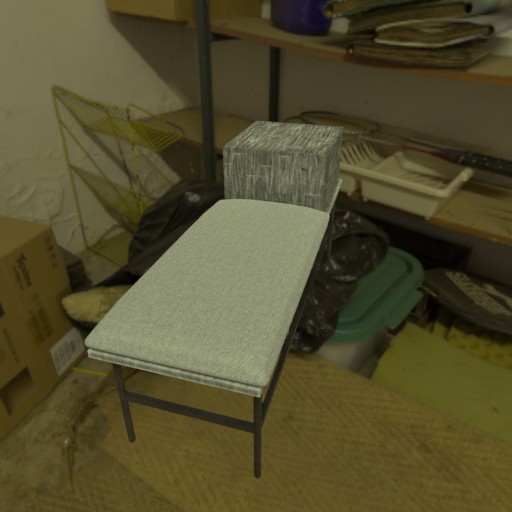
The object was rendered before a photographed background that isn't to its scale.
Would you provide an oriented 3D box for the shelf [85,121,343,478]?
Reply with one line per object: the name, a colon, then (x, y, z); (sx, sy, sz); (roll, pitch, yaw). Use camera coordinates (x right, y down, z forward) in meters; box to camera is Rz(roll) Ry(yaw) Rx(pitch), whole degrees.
shelf: (0.000, 0.000, 1.591); (0.457, 0.633, 1.342); (9, 31, 15)
